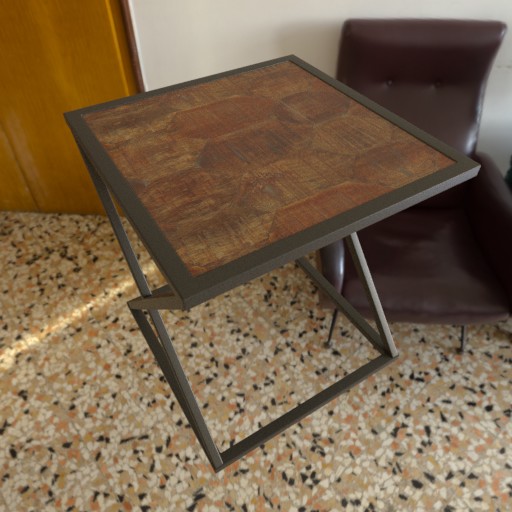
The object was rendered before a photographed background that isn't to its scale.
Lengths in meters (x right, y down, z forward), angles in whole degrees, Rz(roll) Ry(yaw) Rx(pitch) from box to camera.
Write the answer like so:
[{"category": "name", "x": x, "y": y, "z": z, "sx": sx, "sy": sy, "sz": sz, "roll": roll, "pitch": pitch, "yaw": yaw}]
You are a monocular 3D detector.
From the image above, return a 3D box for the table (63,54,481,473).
[{"category": "table", "x": 0.000, "y": 0.000, "z": 0.934, "sx": 0.500, "sy": 0.565, "sz": 0.500, "roll": -24, "pitch": 50, "yaw": -22}]
